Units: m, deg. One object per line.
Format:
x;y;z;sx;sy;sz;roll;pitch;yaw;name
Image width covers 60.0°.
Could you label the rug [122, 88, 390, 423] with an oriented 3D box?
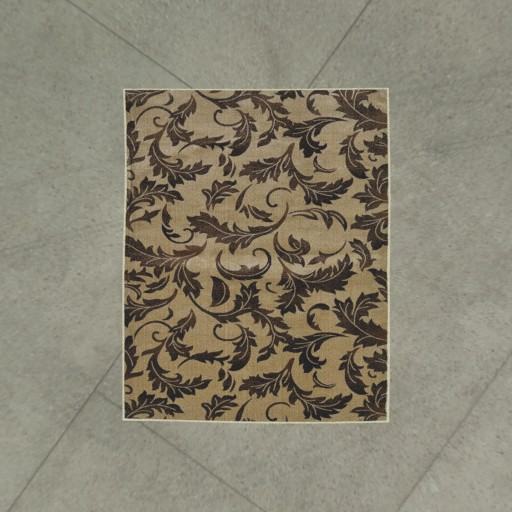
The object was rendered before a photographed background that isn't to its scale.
0.000;0.000;3.938;2.380;0.008;2.977;0;90;1;rug
